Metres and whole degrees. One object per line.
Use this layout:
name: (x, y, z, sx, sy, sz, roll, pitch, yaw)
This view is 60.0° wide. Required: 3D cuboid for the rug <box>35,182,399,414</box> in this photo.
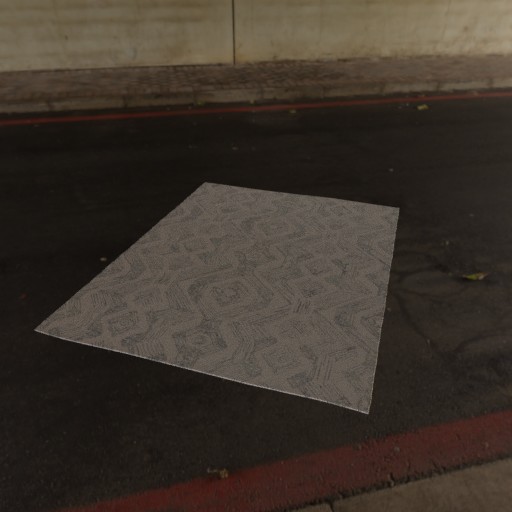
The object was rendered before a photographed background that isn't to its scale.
rug: (0.000, 0.000, 4.165, 2.430, 0.030, 3.054, 10, 33, 16)
